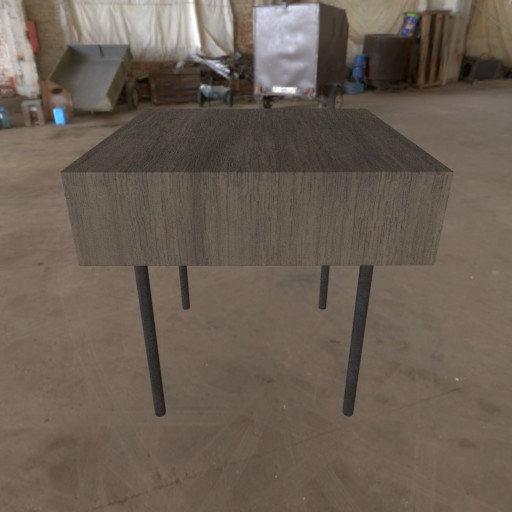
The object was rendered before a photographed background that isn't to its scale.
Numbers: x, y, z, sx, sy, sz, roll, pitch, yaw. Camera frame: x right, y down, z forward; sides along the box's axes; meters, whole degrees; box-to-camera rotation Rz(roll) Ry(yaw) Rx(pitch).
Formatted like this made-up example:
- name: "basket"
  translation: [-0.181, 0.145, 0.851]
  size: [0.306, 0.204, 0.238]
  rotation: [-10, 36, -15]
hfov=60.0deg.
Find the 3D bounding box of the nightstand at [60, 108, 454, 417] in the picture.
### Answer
- name: "nightstand"
  translation: [0.000, 0.000, 0.897]
  size: [0.503, 0.497, 0.502]
  rotation: [0, 27, 0]
